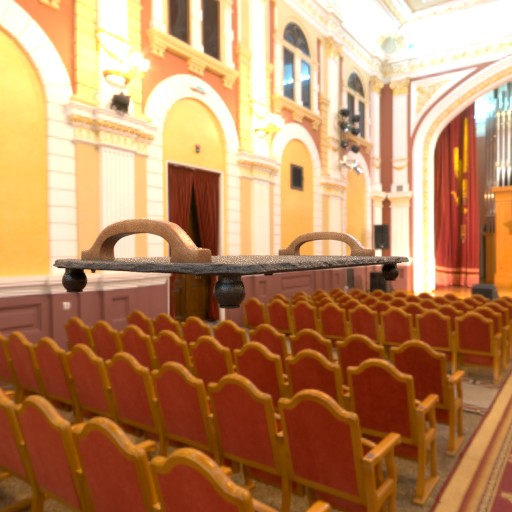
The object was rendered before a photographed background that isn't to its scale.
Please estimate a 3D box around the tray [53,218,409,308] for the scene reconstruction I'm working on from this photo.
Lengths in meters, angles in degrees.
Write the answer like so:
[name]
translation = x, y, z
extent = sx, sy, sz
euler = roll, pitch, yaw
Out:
[tray]
translation = 0.000, 0.000, 0.470
extent = 0.231, 0.062, 0.387
euler = 1, 1, 36
